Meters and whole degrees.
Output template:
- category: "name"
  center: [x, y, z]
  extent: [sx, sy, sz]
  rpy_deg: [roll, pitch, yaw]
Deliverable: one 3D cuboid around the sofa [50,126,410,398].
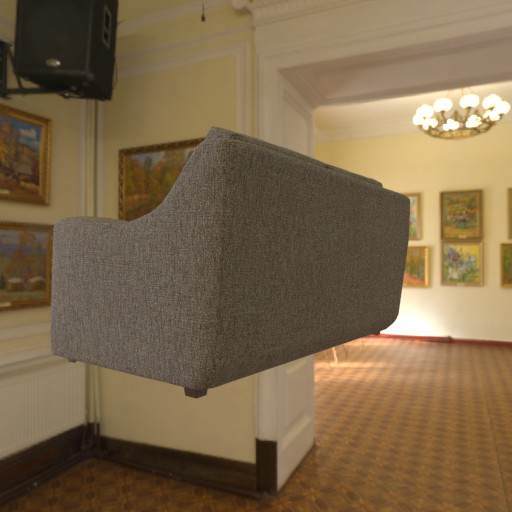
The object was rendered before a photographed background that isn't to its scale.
- category: "sofa"
  center: [0.000, 0.000, 2.386]
  extent: [1.120, 0.991, 1.778]
  rpy_deg: [0, -1, 38]
